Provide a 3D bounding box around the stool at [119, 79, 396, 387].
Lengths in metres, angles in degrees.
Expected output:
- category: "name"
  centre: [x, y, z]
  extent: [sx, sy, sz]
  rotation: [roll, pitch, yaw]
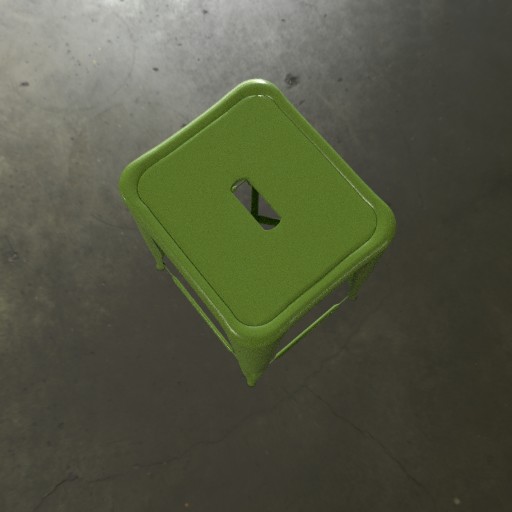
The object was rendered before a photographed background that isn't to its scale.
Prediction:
- category: "stool"
  centre: [0.000, 0.000, 0.850]
  extent: [0.358, 0.609, 0.398]
  rotation: [-38, 80, -8]
